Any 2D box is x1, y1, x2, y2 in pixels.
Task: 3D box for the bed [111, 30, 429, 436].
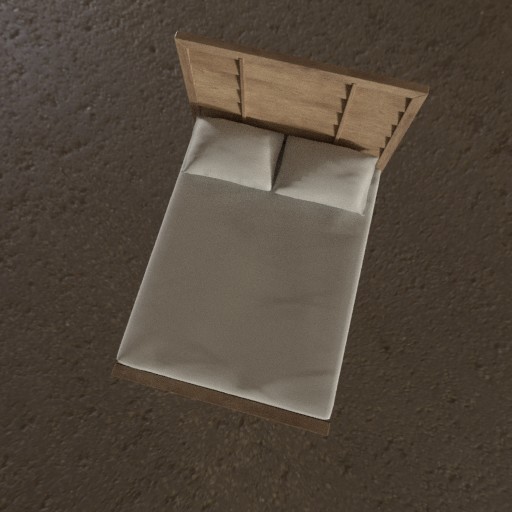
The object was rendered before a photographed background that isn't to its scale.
[{"bbox_3d":[0.000,0.000,3.260,1.626,1.626,2.197,14,74,4],"label":"bed"}]
